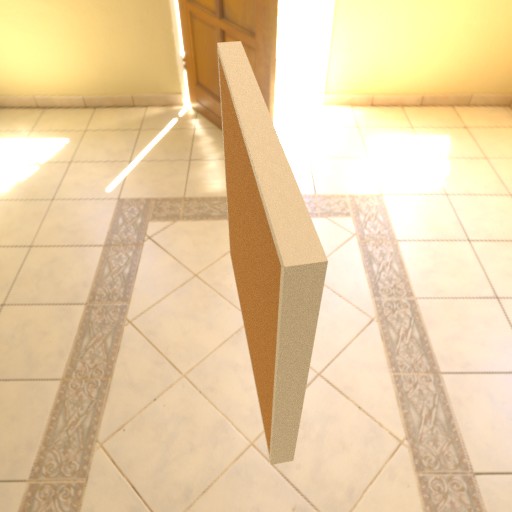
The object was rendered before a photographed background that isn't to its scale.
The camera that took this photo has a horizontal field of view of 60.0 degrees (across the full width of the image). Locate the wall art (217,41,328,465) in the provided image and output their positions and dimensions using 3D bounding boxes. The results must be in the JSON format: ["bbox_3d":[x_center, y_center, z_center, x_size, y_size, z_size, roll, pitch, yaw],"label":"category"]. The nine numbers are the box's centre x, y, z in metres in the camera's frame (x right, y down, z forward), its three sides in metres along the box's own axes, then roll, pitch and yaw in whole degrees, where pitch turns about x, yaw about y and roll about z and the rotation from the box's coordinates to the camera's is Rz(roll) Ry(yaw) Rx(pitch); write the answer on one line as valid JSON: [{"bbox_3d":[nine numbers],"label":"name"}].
[{"bbox_3d":[0.000,0.000,0.449,0.024,0.304,0.304,-7,47,-7],"label":"wall art"}]
